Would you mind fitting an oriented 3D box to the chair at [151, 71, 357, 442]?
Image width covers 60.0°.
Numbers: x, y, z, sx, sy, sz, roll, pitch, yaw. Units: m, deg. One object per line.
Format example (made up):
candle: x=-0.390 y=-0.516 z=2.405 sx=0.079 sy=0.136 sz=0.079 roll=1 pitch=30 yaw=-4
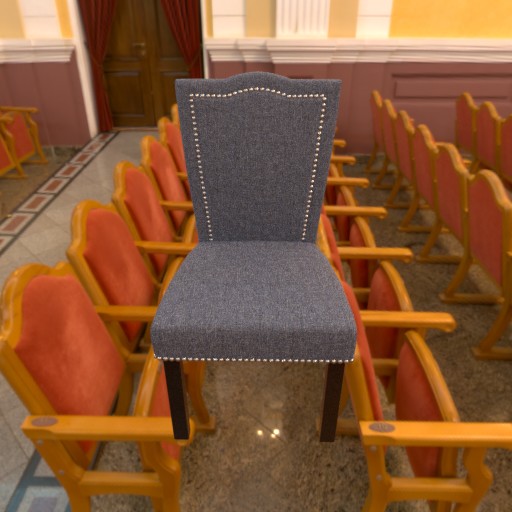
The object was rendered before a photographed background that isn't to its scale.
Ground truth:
chair: x=0.000 y=0.000 z=1.304 sx=0.518 sy=0.946 sz=0.589 roll=1 pitch=30 yaw=1
